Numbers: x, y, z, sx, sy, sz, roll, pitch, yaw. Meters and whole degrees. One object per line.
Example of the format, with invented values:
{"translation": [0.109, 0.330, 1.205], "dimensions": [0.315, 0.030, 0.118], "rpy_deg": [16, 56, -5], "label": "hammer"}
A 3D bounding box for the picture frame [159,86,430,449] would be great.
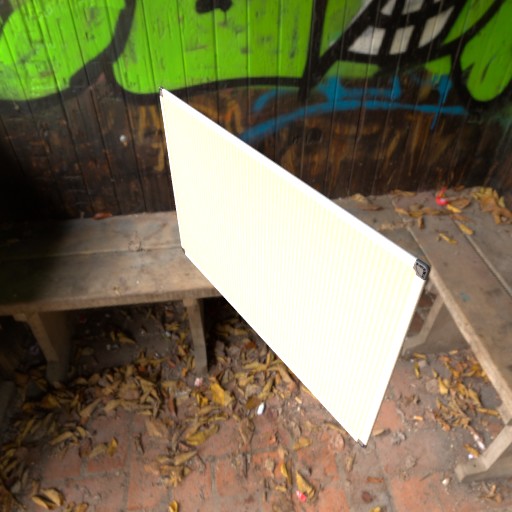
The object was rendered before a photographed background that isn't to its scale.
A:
{"translation": [0.000, 0.000, 1.141], "dimensions": [0.010, 0.600, 0.900], "rpy_deg": [-26, 48, -26], "label": "picture frame"}
